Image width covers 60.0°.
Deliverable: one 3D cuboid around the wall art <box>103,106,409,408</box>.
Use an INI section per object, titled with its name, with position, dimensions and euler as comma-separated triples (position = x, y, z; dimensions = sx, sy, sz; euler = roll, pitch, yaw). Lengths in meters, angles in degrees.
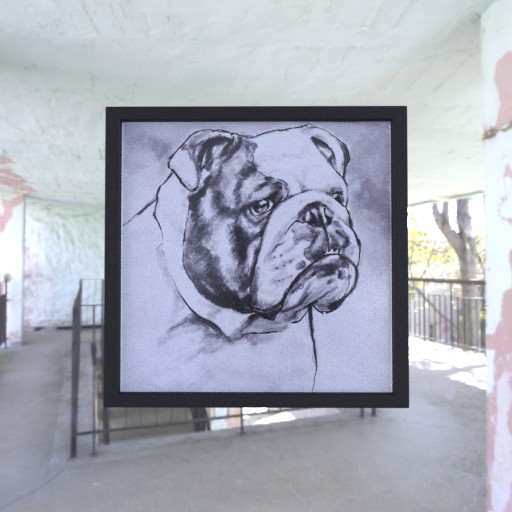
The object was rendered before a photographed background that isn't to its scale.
[wall art]
position = 0.000, 0.000, 0.975
dimensions = 0.663, 0.659, 0.016
euler = 0, -1, 0
